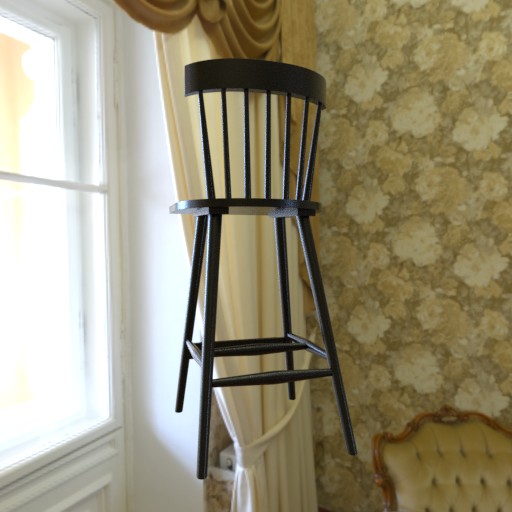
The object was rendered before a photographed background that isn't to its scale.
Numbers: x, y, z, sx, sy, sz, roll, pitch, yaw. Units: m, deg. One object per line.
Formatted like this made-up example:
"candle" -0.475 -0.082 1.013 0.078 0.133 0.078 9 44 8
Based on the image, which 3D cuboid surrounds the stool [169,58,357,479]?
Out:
"stool" 0.000 0.000 1.375 0.482 1.092 0.483 -1 2 -17
